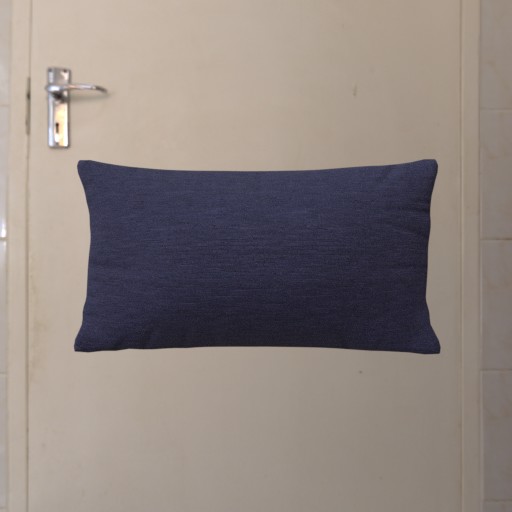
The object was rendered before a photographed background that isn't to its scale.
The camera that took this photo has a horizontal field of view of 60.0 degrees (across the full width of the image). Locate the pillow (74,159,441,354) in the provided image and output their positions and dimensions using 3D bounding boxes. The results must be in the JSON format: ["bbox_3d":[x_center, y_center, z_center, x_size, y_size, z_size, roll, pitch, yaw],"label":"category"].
[{"bbox_3d":[0.000,0.000,0.780,0.633,0.338,0.210,0,0,1],"label":"pillow"}]
